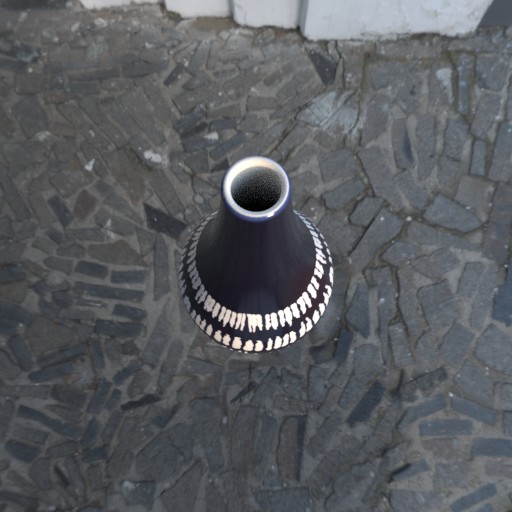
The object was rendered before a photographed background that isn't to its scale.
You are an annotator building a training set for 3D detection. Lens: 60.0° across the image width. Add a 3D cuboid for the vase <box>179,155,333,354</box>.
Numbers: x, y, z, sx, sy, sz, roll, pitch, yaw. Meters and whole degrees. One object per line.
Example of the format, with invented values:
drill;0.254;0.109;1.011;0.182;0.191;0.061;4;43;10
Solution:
vase;0.000;0.000;0.386;0.159;0.295;0.159;0;75;0
